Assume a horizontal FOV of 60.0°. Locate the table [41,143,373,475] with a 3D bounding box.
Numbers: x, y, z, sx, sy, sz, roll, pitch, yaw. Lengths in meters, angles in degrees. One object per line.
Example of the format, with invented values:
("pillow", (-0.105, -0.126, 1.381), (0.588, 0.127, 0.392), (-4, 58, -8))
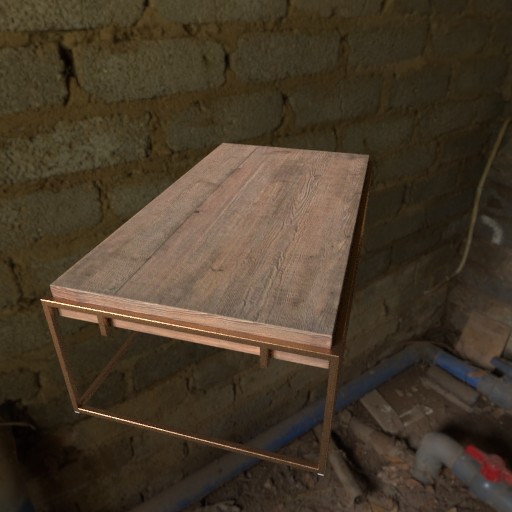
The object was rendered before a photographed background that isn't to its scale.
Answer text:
("table", (0.000, 0.000, 1.740), (0.775, 0.468, 1.387), (8, 31, 14))
